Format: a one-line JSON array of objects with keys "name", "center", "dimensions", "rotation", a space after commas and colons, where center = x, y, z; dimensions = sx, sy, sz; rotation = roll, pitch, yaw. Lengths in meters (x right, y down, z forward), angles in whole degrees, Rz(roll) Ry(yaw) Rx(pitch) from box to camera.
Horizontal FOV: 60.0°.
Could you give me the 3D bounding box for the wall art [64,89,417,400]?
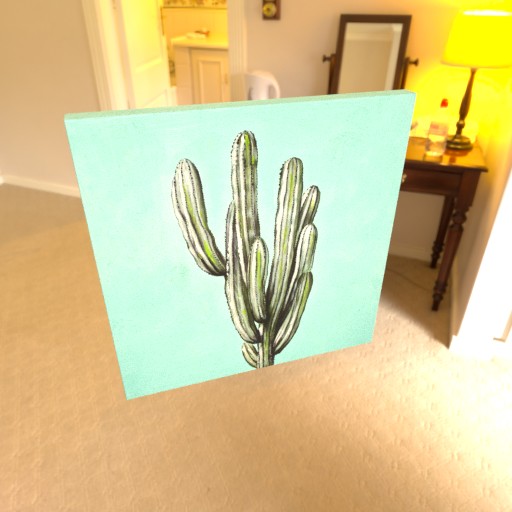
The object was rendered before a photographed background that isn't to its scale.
[{"name": "wall art", "center": [0.000, 0.000, 0.899], "dimensions": [0.603, 0.603, 0.036], "rotation": [-10, 33, -15]}]
